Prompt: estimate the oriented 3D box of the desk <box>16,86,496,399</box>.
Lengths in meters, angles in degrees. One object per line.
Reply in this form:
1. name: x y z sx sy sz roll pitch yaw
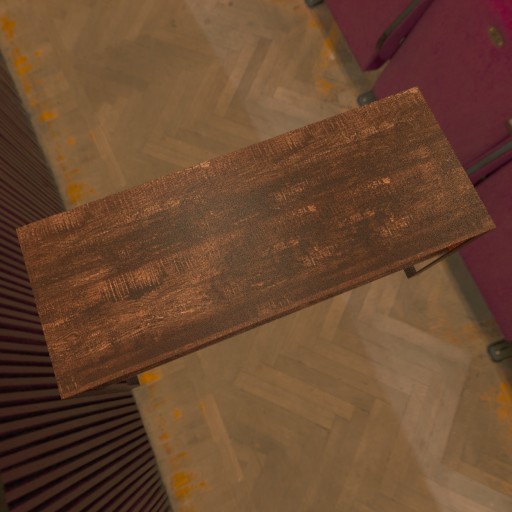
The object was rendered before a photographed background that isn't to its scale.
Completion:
1. desk: 0.000 0.000 1.877 1.524 0.762 0.599 -21 76 -5
